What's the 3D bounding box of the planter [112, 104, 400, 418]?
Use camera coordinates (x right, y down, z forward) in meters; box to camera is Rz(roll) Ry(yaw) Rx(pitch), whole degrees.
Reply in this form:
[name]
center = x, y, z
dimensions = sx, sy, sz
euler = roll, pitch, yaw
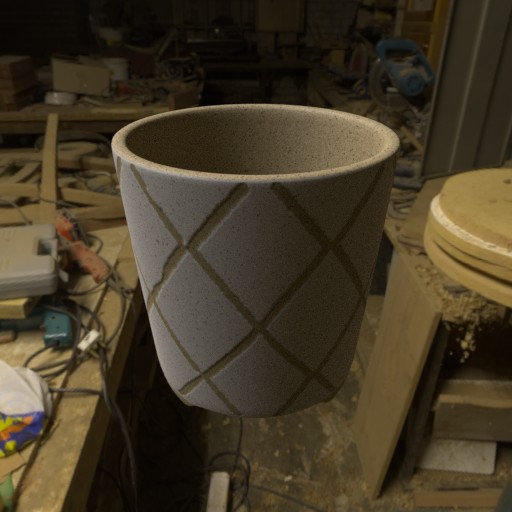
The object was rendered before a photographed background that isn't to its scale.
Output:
[planter]
center = 0.000, 0.000, 0.420
dimensions = 0.228, 0.235, 0.228
euler = 0, 30, 0
